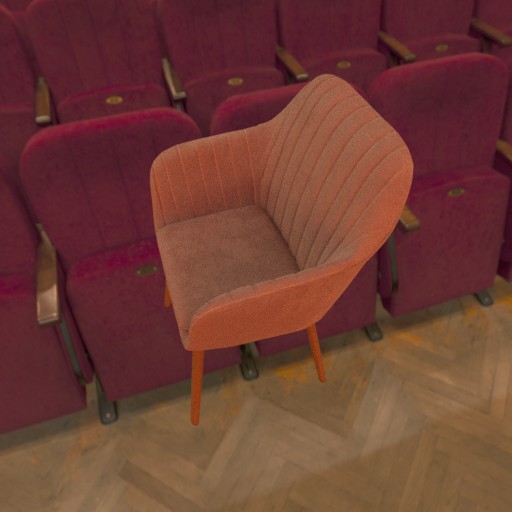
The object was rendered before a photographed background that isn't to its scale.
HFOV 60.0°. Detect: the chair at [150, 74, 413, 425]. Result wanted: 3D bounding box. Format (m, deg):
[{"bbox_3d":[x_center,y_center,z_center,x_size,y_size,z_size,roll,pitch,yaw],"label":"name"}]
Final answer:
[{"bbox_3d":[0.000,0.000,1.261,0.570,0.832,0.610,-14,49,-12],"label":"chair"}]
